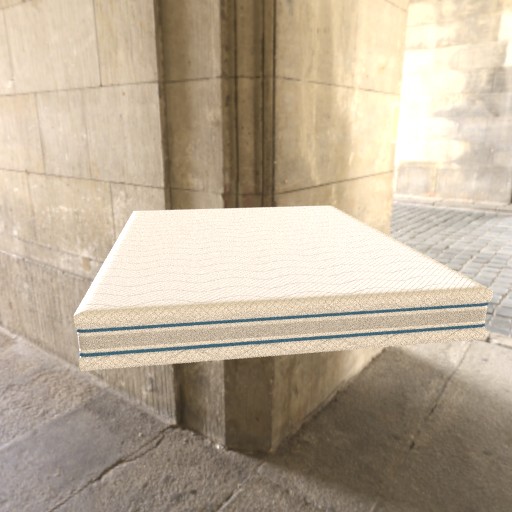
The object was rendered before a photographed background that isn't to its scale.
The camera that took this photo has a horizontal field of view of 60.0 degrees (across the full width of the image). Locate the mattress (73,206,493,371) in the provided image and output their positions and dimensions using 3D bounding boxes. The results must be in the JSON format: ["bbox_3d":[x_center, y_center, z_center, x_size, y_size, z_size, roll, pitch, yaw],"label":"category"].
[{"bbox_3d":[0.000,0.000,2.618,1.600,0.230,2.000,-3,16,-9],"label":"mattress"}]
